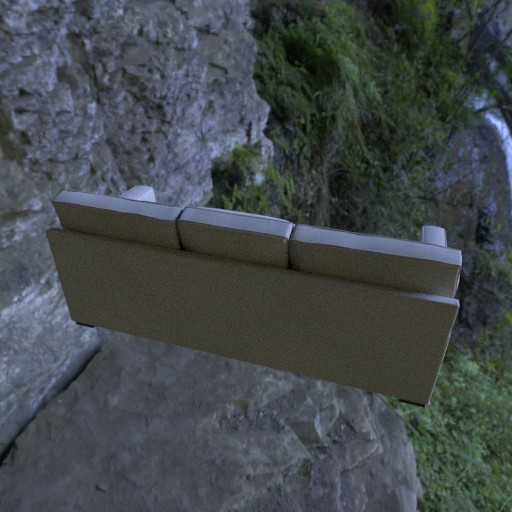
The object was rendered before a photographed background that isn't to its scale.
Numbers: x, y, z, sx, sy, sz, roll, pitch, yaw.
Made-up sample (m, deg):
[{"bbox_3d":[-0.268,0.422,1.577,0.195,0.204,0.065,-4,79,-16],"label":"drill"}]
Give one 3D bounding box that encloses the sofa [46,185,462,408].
[{"bbox_3d":[0.000,0.000,2.609,2.088,0.862,0.935,10,34,15],"label":"sofa"}]
